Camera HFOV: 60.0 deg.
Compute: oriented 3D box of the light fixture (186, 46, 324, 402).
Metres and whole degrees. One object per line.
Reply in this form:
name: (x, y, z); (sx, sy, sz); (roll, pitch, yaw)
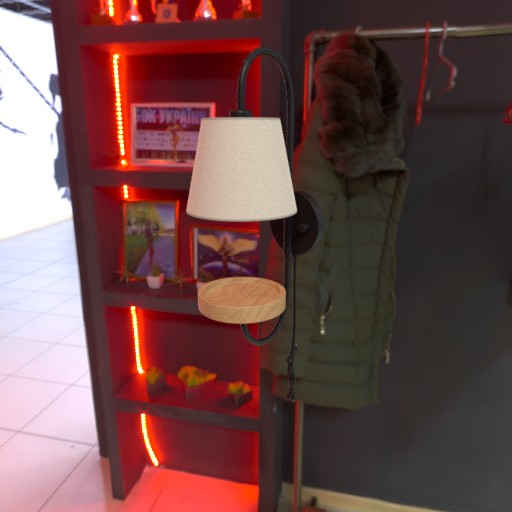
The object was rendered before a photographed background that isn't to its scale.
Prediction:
light fixture: (0.000, 0.000, 0.941); (0.299, 0.821, 0.220); (-15, 22, -42)
